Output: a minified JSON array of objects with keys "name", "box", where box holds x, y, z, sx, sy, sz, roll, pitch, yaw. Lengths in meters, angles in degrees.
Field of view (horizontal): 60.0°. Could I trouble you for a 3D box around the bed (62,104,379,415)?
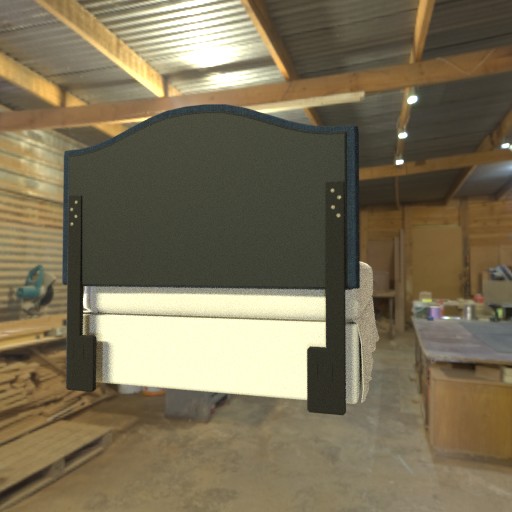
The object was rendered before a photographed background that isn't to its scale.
[{"name":"bed","box":[0.000,0.000,3.274,1.713,1.518,2.153,0,-2,16]}]
